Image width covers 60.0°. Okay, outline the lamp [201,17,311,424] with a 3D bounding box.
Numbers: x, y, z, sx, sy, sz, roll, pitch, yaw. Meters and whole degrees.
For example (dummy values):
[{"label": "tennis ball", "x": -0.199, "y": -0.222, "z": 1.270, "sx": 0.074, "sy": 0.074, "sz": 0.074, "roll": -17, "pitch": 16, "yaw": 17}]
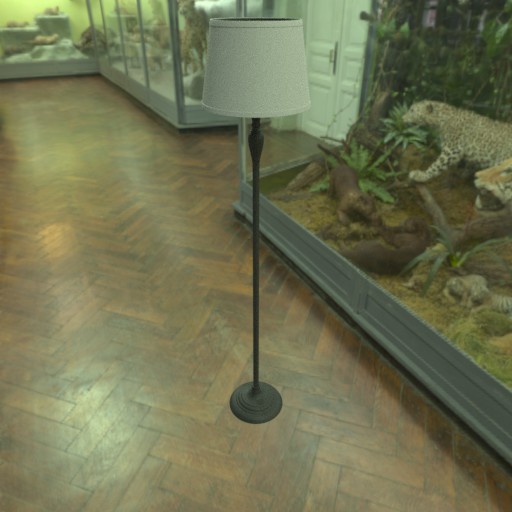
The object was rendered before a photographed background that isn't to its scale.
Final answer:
[{"label": "lamp", "x": 0.000, "y": 0.000, "z": 1.597, "sx": 0.327, "sy": 1.506, "sz": 0.327, "roll": 18, "pitch": 35, "yaw": 28}]
